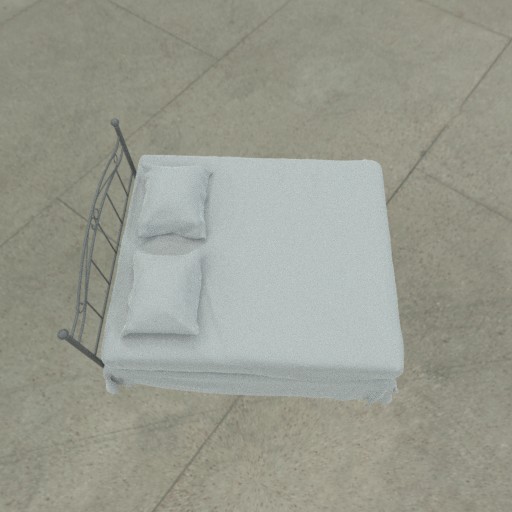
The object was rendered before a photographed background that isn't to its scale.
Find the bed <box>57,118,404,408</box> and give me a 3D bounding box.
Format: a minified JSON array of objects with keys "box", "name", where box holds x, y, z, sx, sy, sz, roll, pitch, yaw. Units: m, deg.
[{"box":[0.000,0.000,3.290,2.215,1.080,1.936,2,63,1],"name":"bed"}]
